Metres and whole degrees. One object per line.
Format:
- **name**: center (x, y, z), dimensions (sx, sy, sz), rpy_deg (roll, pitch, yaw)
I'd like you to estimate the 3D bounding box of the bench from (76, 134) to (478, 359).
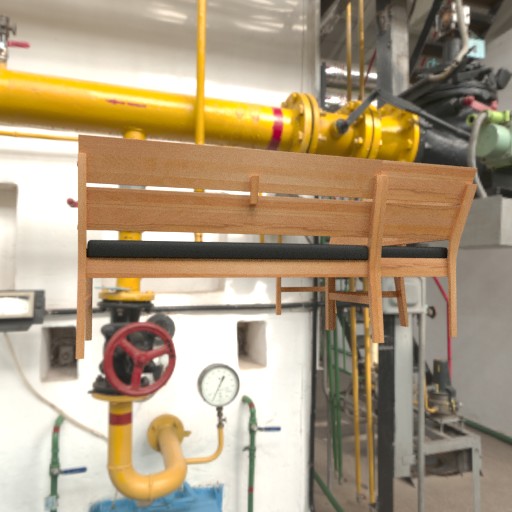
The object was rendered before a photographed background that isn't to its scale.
- **bench**: center (0.000, 0.000, 2.755), dimensions (1.948, 0.890, 1.548), rpy_deg (1, -2, -17)
